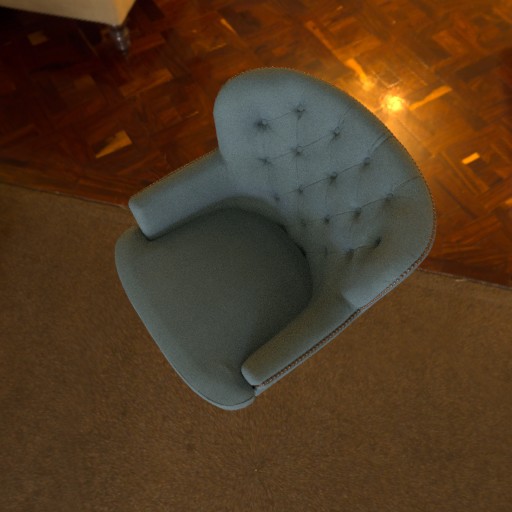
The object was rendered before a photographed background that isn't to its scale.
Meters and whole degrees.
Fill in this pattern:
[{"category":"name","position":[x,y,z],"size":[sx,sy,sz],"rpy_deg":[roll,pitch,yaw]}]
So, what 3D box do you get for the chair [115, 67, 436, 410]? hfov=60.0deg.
[{"category":"chair","position":[0.000,0.000,1.591],"size":[0.906,0.868,0.848],"rpy_deg":[-33,69,-15]}]
